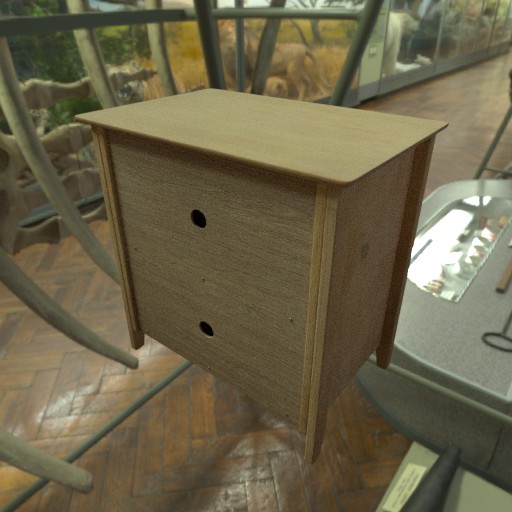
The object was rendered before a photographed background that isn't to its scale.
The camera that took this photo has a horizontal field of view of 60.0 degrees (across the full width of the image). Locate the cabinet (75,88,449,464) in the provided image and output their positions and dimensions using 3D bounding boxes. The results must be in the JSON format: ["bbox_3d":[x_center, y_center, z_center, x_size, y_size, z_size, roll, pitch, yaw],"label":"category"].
[{"bbox_3d":[0.000,0.000,1.257,0.763,0.762,0.503,21,36,32],"label":"cabinet"}]
